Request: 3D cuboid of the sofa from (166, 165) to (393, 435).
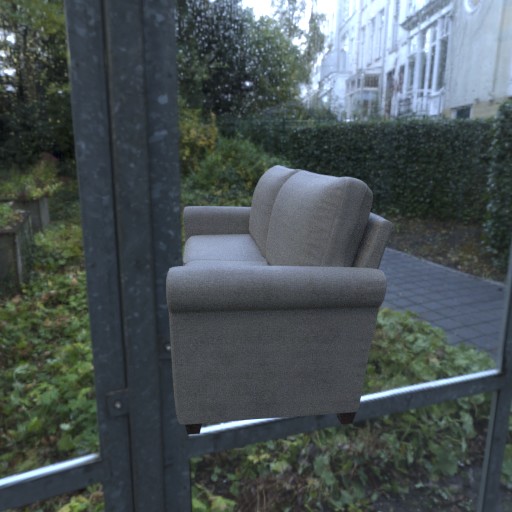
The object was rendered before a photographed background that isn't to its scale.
[{"bbox_3d":[0.000,0.000,2.459,0.842,0.942,1.935,-2,13,-7],"label":"sofa"}]
